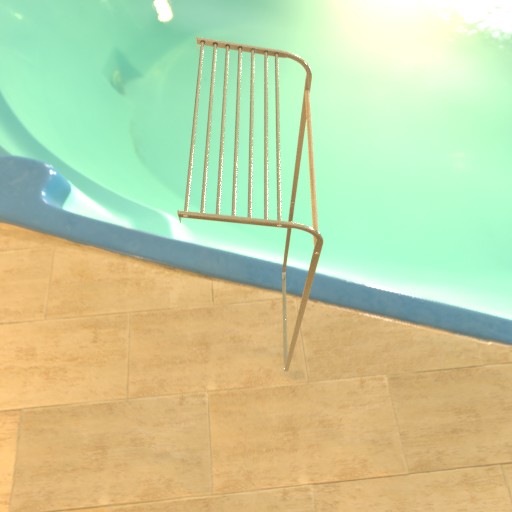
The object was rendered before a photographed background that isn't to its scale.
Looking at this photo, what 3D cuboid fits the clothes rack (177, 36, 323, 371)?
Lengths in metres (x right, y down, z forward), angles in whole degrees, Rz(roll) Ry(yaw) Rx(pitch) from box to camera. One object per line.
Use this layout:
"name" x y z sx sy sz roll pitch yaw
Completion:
"clothes rack" 0.000 0.000 1.834 0.349 1.574 0.609 0 63 0
